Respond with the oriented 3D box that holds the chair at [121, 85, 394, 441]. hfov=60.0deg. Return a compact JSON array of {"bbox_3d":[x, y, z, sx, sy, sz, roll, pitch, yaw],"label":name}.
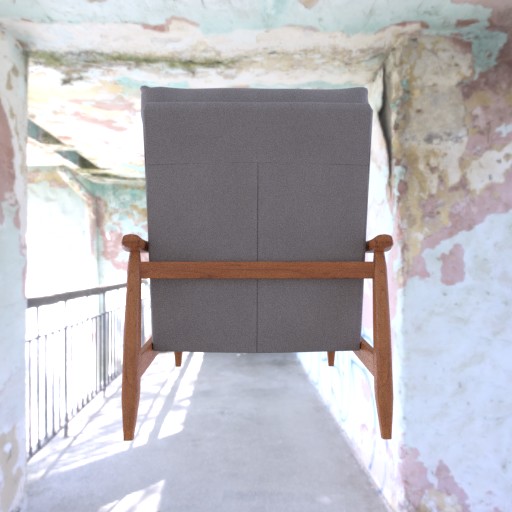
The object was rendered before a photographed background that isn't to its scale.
[{"bbox_3d":[0.000,0.000,1.499,0.782,0.922,0.816,0,0,-1],"label":"chair"}]
